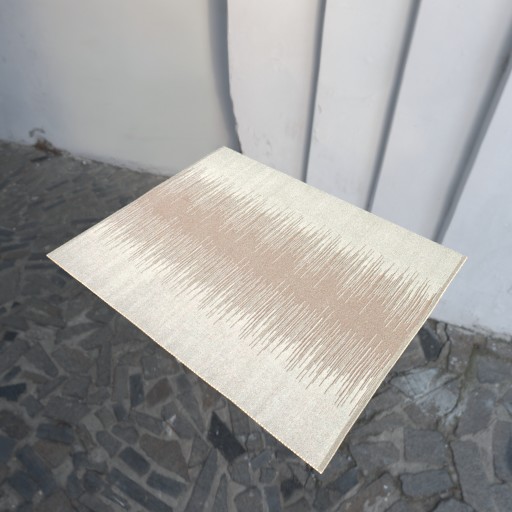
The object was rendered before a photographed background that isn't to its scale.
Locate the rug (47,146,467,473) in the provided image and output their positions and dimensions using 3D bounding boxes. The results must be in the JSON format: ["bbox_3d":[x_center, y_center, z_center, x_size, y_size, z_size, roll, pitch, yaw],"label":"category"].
[{"bbox_3d":[0.000,0.000,4.092,3.048,0.013,2.438,30,52,26],"label":"rug"}]
